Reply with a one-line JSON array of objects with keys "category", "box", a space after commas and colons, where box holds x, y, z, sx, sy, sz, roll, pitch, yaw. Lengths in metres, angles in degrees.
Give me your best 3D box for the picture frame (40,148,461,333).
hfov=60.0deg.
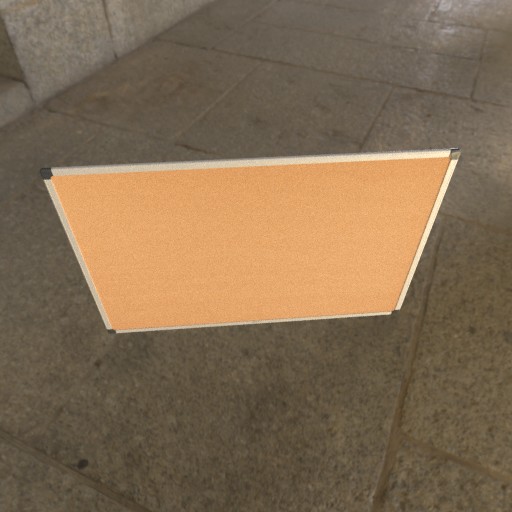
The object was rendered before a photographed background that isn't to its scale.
[{"category": "picture frame", "box": [0.000, 0.000, 1.157, 0.900, 0.600, 0.010, -3, 46, -3]}]
